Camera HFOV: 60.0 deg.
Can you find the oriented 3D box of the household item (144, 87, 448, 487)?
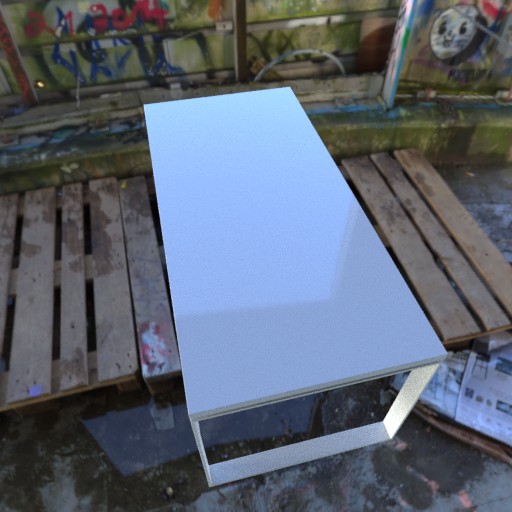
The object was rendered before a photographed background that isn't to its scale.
[{"bbox_3d":[0.000,0.000,2.124,0.800,0.745,1.700,-10,49,-9],"label":"household item"}]
